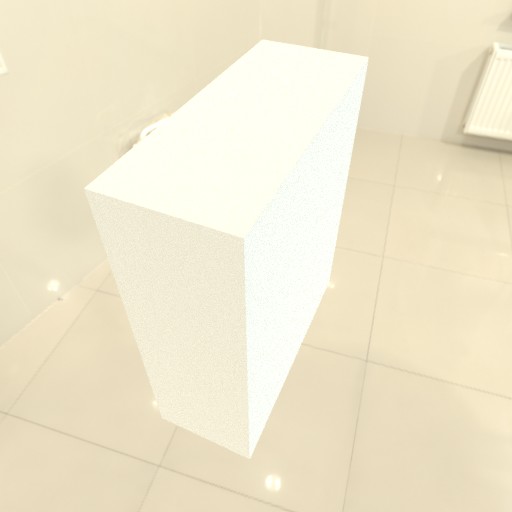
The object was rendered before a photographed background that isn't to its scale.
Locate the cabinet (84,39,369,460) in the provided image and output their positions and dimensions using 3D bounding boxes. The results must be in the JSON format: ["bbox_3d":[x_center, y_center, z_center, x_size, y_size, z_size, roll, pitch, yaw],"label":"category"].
[{"bbox_3d":[0.000,0.000,1.685,0.400,1.190,1.000,18,48,17],"label":"cabinet"}]
